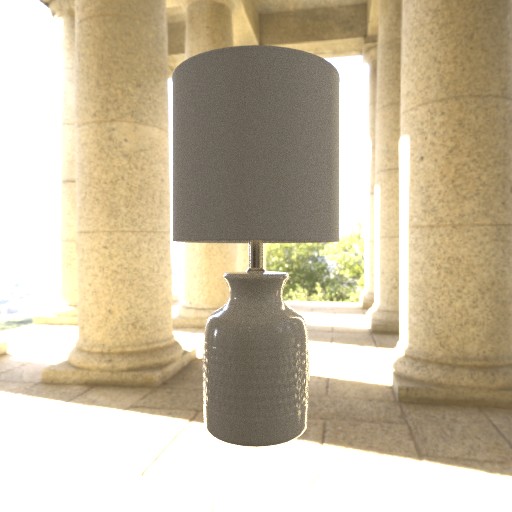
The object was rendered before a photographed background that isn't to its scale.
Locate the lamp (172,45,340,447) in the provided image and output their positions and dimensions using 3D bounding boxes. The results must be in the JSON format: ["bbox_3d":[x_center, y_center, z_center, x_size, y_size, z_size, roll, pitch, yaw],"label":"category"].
[{"bbox_3d":[0.000,0.000,0.506,0.188,0.392,0.188,0,1,-18],"label":"lamp"}]
